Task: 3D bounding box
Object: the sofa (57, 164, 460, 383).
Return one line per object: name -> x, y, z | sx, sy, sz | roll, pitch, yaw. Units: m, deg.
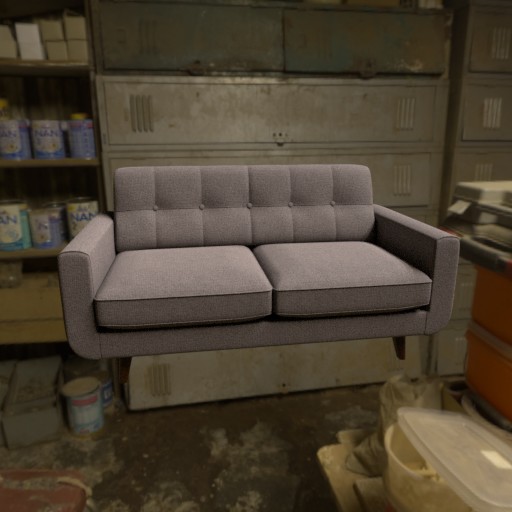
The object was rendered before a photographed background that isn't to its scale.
sofa -> 0.000, 0.000, 2.193 | 1.631, 0.841, 0.909 | -2, 16, -9
